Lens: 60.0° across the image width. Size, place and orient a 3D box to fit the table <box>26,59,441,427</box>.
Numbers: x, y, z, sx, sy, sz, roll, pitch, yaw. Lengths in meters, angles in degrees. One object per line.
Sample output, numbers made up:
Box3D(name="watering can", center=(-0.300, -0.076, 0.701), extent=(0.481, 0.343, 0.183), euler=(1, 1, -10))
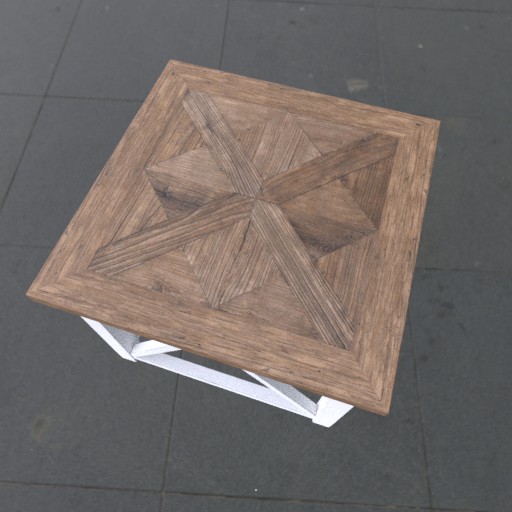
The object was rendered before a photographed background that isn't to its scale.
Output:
Box3D(name="table", center=(0.000, 0.000, 1.187), extent=(0.700, 0.532, 0.700), euler=(16, 63, 8))
